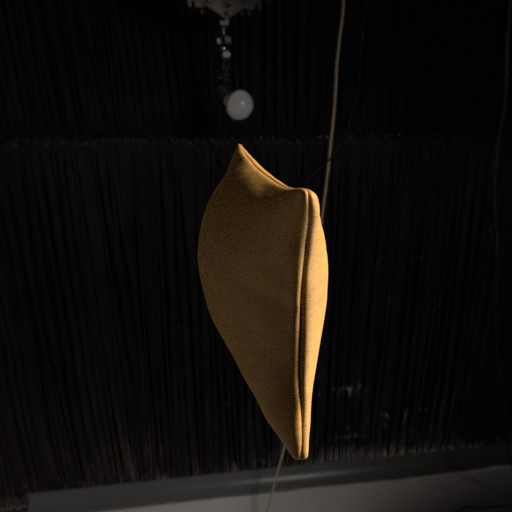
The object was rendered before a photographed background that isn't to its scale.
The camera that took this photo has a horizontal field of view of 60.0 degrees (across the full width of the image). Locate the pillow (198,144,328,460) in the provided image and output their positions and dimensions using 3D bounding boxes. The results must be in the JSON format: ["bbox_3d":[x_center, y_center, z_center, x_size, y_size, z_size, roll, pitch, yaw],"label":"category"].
[{"bbox_3d":[0.000,0.000,0.807,0.210,0.354,0.634,-3,18,-8],"label":"pillow"}]
